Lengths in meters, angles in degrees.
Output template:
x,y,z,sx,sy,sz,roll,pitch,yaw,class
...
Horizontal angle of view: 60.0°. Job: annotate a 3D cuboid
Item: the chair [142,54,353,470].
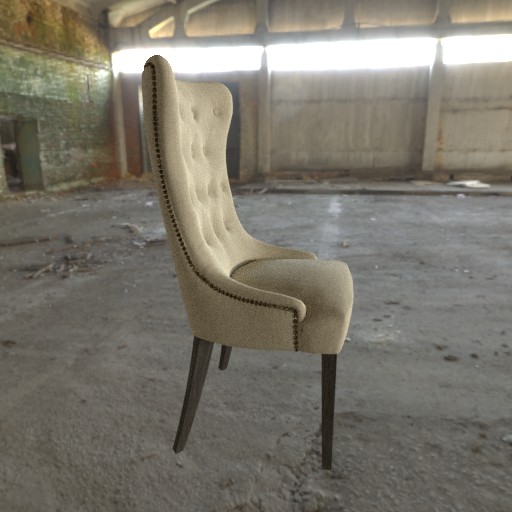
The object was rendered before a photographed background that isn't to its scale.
x,y,z,sx,sy,sz,roll,pitch,yaw,class
0.000,0.000,1.352,0.590,1.065,0.584,3,15,11,chair
